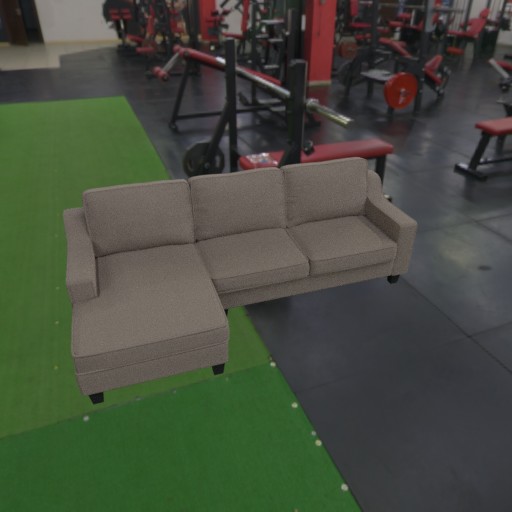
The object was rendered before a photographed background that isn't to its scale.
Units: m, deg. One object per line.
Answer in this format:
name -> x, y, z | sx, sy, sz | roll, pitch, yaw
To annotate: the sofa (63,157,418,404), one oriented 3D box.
sofa -> 0.000, 0.000, 3.233 | 2.561, 0.928, 1.294 | -10, 33, -15
